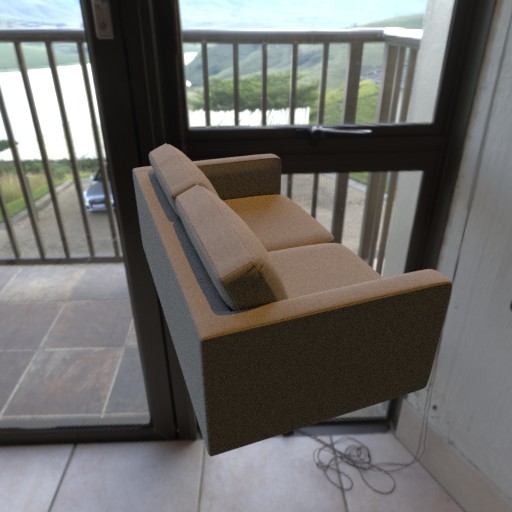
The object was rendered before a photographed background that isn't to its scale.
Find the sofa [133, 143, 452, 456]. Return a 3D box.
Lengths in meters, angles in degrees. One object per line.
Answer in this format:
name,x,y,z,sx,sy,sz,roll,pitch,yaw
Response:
sofa,0.000,0.000,2.315,1.000,0.900,1.731,-10,31,-18
